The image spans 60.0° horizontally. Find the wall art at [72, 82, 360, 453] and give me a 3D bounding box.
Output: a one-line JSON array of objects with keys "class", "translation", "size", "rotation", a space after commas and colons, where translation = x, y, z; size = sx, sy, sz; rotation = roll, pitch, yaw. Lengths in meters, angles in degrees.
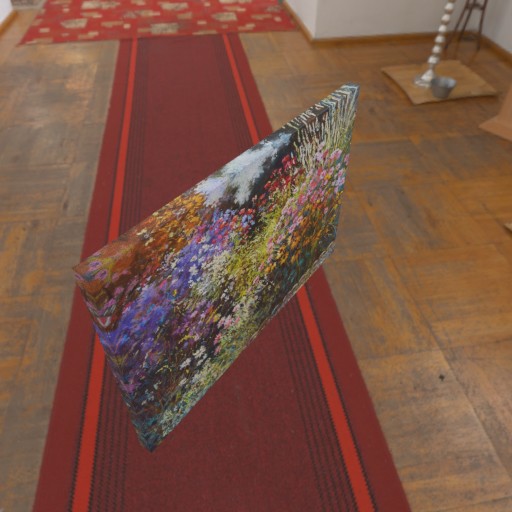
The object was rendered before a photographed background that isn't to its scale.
[{"class": "wall art", "translation": [0.000, 0.000, 1.146], "size": [0.037, 0.604, 0.908], "rotation": [26, 49, 26]}]
